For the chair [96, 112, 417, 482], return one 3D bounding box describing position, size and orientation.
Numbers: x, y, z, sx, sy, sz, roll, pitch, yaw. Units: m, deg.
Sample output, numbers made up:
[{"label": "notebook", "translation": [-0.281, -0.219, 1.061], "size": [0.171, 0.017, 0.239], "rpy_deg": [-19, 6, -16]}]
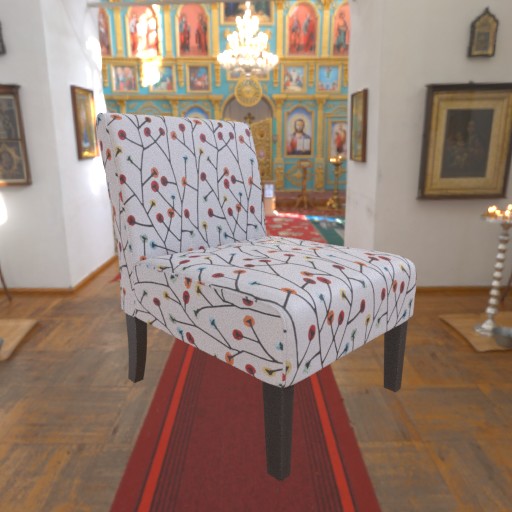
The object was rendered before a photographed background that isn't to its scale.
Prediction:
[{"label": "chair", "translation": [0.000, 0.000, 1.297], "size": [0.732, 0.813, 0.597], "rpy_deg": [12, 18, 43]}]
